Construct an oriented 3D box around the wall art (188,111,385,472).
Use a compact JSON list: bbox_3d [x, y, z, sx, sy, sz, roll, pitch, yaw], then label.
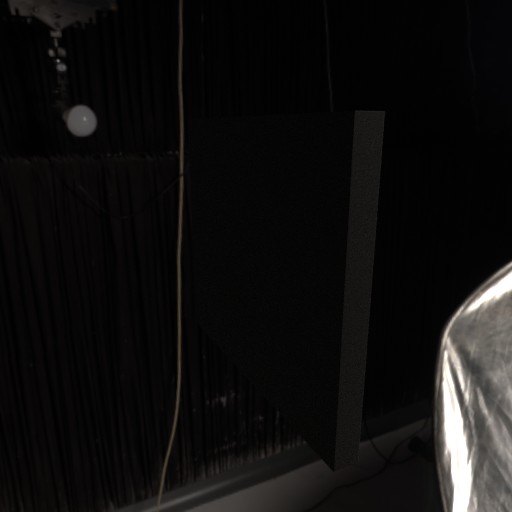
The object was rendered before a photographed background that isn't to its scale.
[{"bbox_3d":[0.000,0.000,0.548,0.031,0.330,0.381,-8,18,-26],"label":"wall art"}]
